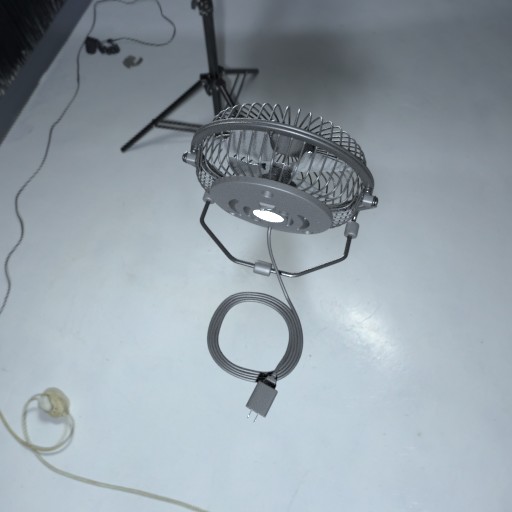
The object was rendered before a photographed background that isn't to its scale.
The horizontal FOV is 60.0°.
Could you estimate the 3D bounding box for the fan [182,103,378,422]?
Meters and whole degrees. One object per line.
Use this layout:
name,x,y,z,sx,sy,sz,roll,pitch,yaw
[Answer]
fan,0.000,0.000,0.311,0.153,0.152,0.202,14,66,7
